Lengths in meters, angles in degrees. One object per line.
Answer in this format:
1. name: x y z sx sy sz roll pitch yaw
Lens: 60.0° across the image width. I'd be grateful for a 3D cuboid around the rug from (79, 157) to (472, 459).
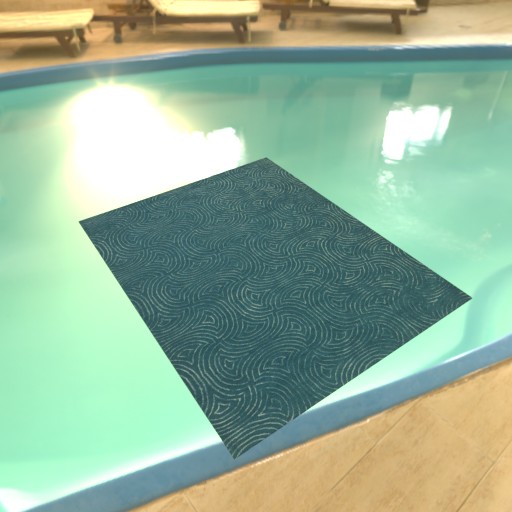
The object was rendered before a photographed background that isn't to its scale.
1. rug: 0.000 0.000 4.232 2.432 0.012 3.033 -24 46 -26
